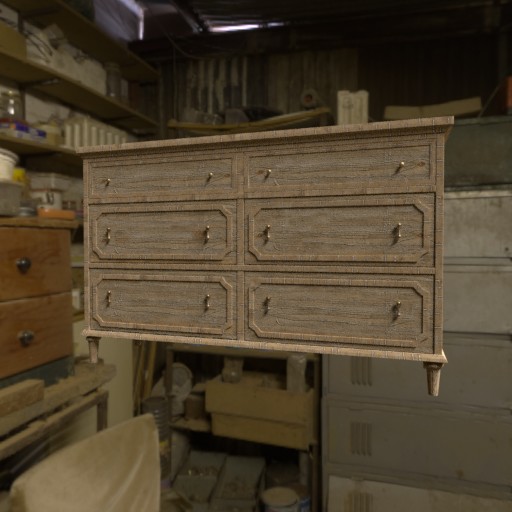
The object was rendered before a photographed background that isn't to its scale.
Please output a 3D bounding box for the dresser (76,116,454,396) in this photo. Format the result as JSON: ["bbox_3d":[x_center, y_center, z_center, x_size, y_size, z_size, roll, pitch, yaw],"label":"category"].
[{"bbox_3d":[0.000,0.000,2.054,1.626,1.016,0.457,0,1,18],"label":"dresser"}]
